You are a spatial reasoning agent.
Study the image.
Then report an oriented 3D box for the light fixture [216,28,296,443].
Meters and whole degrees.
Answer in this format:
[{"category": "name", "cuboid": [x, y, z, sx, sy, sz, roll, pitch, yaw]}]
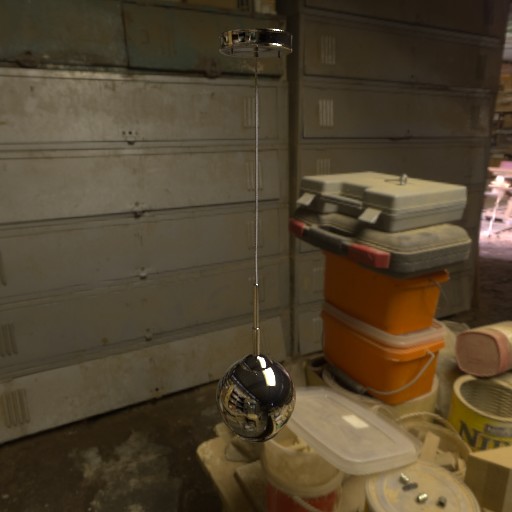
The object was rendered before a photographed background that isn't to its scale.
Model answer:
[{"category": "light fixture", "cuboid": [0.000, 0.000, 1.704, 0.336, 1.538, 0.336, -8, 18, -26]}]
